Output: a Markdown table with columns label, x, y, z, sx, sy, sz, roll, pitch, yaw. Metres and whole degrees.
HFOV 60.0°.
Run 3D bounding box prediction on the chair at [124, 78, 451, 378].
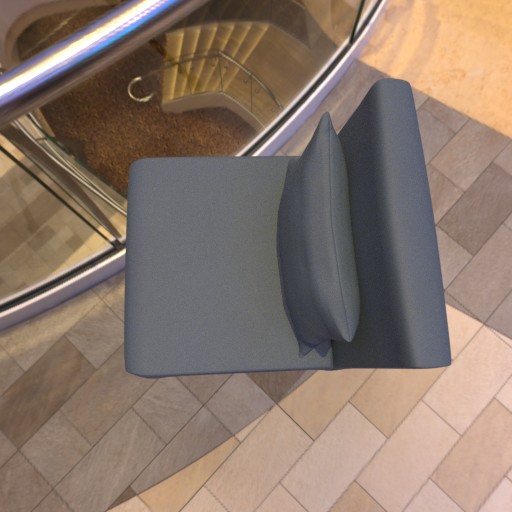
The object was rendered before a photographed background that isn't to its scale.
| label | x | y | z | sx | sy | sz | roll | pitch | yaw |
| --- | --- | --- | --- | --- | --- | --- | --- | --- | --- |
| chair | 0.000 | 0.000 | 1.478 | 0.900 | 0.808 | 0.770 | -3 | 76 | -1 |
